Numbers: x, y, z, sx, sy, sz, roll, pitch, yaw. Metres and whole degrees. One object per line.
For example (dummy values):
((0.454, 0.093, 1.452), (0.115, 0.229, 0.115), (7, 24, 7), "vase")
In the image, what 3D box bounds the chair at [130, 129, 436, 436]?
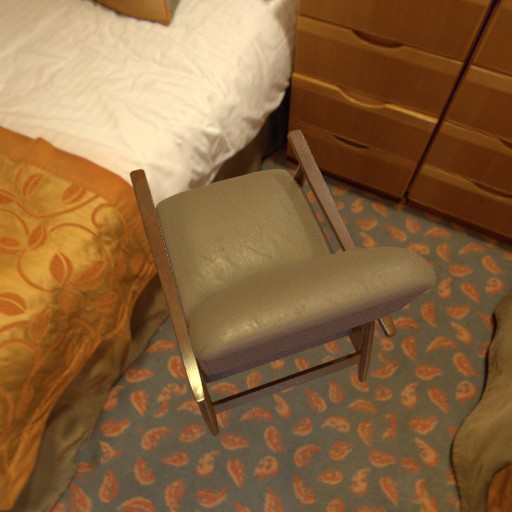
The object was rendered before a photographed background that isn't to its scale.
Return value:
((0.000, 0.000, 1.728), (0.762, 1.082, 1.014), (-17, 61, -10), "chair")
